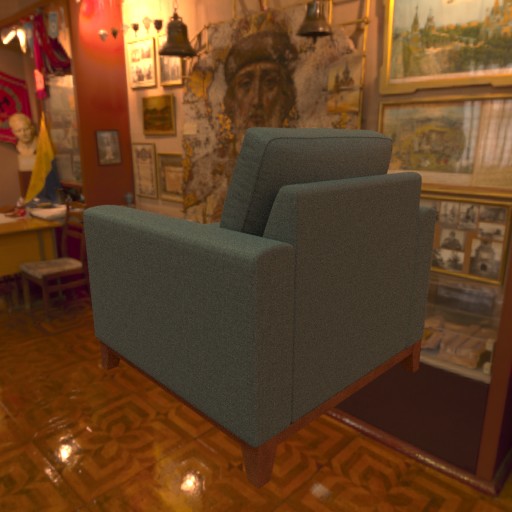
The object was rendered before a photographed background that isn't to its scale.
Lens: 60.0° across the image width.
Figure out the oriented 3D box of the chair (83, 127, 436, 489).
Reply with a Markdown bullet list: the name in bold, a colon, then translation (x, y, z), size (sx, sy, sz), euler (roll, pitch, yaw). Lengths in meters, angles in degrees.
- **chair**: translation (0.000, 0.000, 1.834), size (1.024, 1.010, 1.038), euler (-14, 21, -42)
